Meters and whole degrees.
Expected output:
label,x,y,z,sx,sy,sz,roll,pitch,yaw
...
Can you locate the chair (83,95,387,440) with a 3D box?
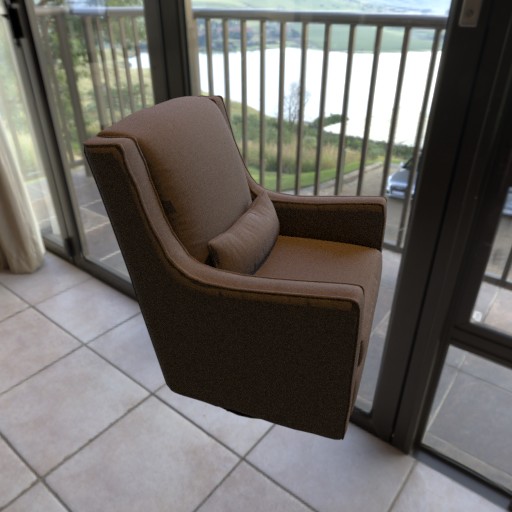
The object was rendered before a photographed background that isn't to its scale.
label,x,y,z,sx,sy,sz,roll,pitch,yaw
chair,0.000,0.000,1.602,0.879,0.993,0.732,10,32,17
